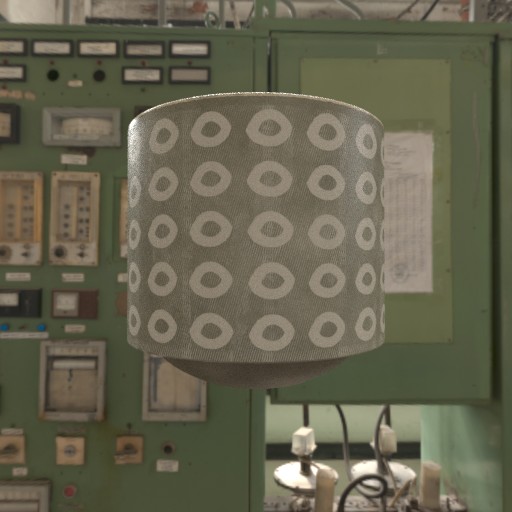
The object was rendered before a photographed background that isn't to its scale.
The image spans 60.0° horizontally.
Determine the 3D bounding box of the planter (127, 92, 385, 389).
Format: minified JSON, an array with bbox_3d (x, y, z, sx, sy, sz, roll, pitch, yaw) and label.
[{"bbox_3d":[0.000,0.000,0.341,0.190,0.181,0.190,0,-1,0],"label":"planter"}]
